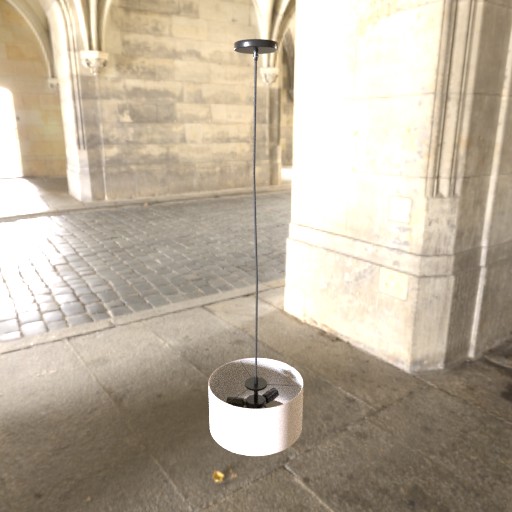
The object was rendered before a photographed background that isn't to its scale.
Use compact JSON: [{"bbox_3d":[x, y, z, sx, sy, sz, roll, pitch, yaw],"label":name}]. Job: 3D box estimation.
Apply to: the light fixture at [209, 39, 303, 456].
[{"bbox_3d":[0.000,0.000,1.725,0.399,1.516,0.399,0,16,0],"label":"light fixture"}]
